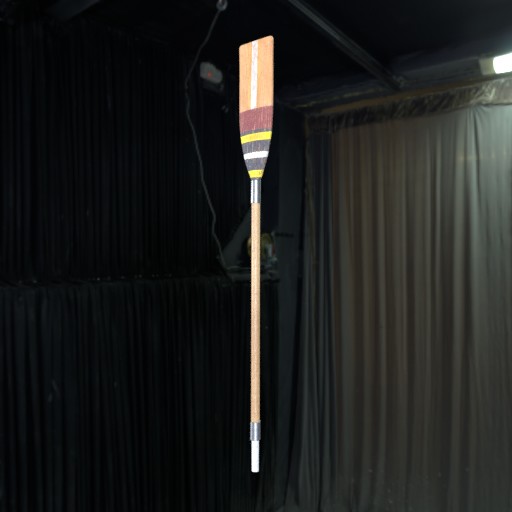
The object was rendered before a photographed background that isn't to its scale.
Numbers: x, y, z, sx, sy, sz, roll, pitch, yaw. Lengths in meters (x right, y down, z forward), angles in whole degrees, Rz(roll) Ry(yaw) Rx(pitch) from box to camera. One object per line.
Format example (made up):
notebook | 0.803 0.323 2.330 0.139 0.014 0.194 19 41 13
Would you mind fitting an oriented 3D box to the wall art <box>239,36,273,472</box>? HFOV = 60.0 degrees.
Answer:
wall art | 0.000 0.000 1.602 0.146 1.556 0.038 0 0 36
